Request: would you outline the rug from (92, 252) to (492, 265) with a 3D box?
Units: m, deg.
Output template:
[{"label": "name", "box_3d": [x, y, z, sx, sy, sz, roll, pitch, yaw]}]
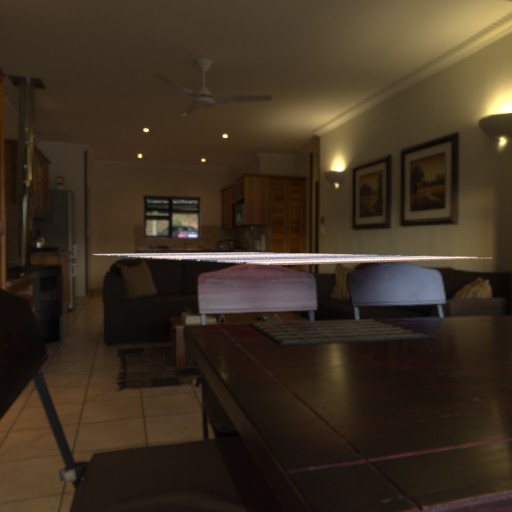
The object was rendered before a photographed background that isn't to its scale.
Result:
[{"label": "rug", "box_3d": [0.000, 0.000, 3.044, 1.532, 0.010, 2.441, -1, 2, -36]}]
